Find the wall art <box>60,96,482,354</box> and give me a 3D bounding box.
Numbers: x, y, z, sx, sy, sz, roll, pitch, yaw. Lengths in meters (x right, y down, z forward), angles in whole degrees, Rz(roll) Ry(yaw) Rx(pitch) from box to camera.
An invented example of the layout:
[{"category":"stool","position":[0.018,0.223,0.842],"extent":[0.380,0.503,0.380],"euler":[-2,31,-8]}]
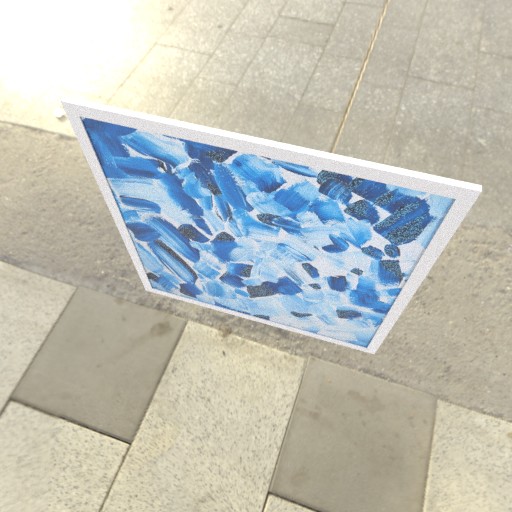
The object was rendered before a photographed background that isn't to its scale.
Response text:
[{"category":"wall art","position":[0.000,0.000,1.169],"extent":[0.812,0.812,0.015],"euler":[14,59,9]}]
